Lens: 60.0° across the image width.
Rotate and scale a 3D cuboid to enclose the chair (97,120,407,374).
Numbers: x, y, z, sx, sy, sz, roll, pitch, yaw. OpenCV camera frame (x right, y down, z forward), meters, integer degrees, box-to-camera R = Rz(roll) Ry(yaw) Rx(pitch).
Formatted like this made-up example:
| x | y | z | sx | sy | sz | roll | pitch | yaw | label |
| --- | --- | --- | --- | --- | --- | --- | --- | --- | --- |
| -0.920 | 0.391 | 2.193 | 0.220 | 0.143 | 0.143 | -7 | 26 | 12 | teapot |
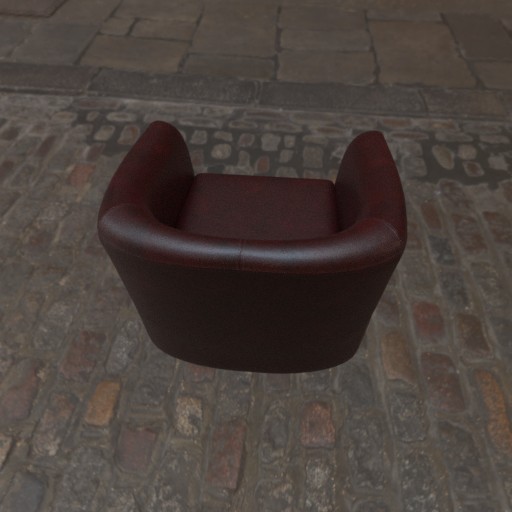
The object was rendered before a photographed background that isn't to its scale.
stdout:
| x | y | z | sx | sy | sz | roll | pitch | yaw | label |
| --- | --- | --- | --- | --- | --- | --- | --- | --- | --- |
| 0.000 | 0.000 | 1.401 | 0.792 | 0.756 | 0.727 | 4 | 47 | 3 | chair |
